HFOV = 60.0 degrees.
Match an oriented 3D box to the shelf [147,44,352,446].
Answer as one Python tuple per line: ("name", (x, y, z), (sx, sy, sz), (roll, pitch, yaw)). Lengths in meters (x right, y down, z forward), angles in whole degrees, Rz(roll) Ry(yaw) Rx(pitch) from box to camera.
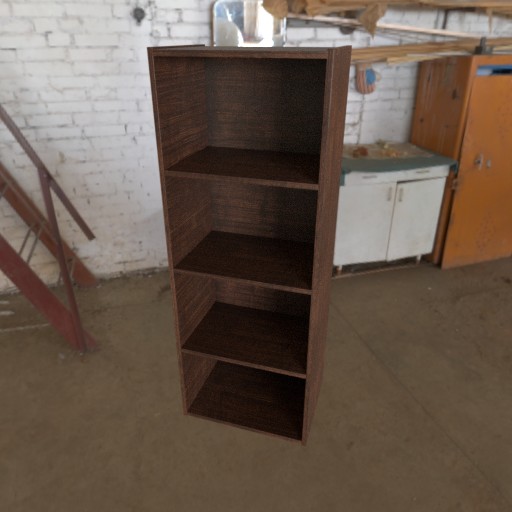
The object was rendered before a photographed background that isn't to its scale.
("shelf", (0.000, 0.000, 1.284), (0.415, 1.099, 0.290), (8, 28, 16))
